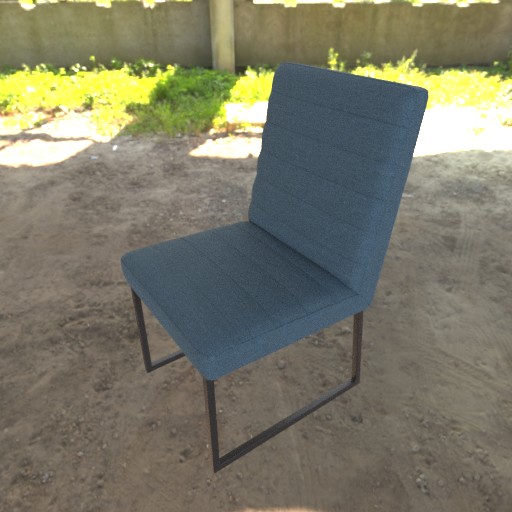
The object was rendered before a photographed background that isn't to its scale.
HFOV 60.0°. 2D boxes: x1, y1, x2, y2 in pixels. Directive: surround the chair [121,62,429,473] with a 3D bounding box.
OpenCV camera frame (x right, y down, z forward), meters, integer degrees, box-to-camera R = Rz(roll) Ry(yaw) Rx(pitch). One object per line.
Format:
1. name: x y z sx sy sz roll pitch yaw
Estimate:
1. chair: 0.000 0.000 1.256 0.634 0.930 0.520 -20 37 -29
